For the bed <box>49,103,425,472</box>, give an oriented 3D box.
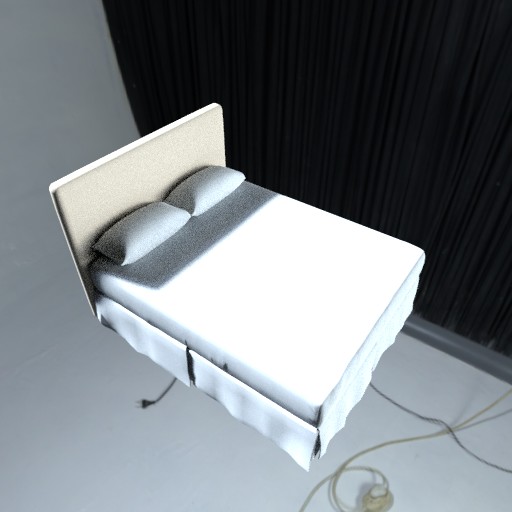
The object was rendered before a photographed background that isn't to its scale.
[{"bbox_3d":[0.000,0.000,3.309,2.142,1.330,1.748,25,47,26],"label":"bed"}]
